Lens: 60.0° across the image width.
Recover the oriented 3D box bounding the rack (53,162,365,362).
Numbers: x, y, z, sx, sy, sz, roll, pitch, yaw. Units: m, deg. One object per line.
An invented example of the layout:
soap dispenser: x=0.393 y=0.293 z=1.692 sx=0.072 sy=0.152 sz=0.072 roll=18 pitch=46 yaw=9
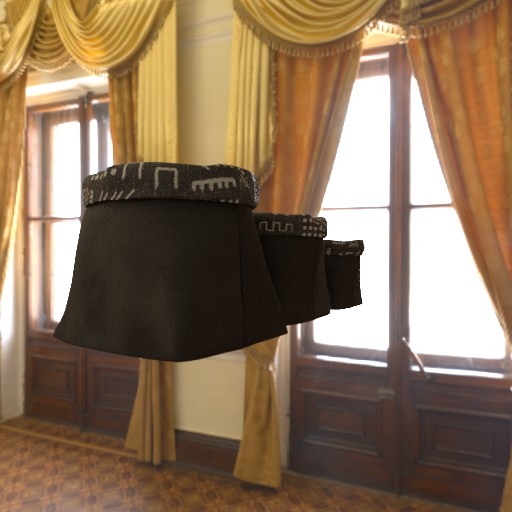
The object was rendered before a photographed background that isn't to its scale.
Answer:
rack: x=0.000 y=0.000 z=1.100 sx=0.379 sy=0.323 sz=0.905 roll=0 pitch=1 yaw=36
